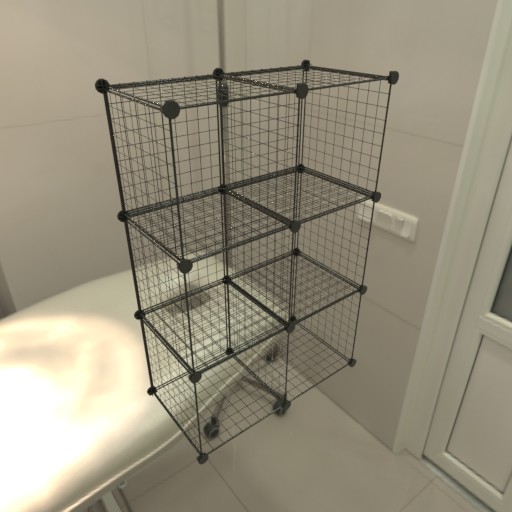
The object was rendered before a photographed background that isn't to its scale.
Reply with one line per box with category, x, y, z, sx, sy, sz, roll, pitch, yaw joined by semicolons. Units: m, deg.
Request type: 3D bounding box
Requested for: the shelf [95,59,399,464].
shelf;0.000;0.000;1.397;0.711;1.067;0.356;-21;36;-32
